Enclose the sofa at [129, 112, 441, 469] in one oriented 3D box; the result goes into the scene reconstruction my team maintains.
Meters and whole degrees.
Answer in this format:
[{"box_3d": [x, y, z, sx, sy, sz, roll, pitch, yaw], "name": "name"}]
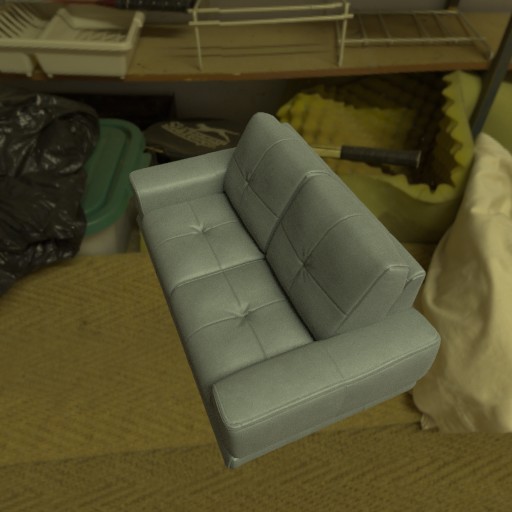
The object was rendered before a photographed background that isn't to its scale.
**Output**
[{"box_3d": [0.000, 0.000, 2.384, 1.018, 0.907, 1.806, -17, 49, -16], "name": "sofa"}]
